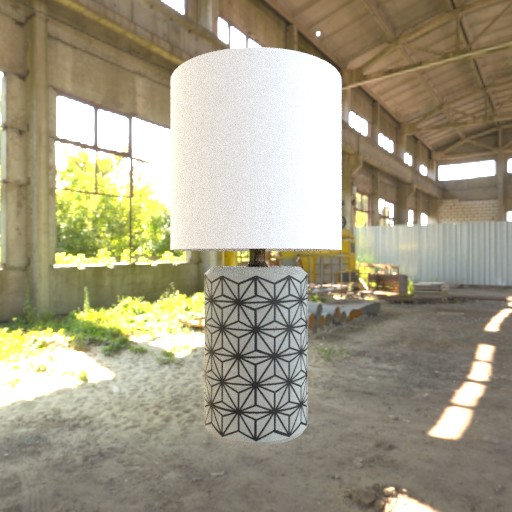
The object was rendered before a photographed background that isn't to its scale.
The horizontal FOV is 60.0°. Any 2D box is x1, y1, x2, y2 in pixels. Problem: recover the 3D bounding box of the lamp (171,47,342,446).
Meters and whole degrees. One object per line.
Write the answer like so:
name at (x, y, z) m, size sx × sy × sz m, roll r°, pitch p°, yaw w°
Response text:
lamp at (0.000, 0.000, 0.544) m, size 0.206 × 0.416 × 0.206 m, roll 0°, pitch 0°, yaw 0°
